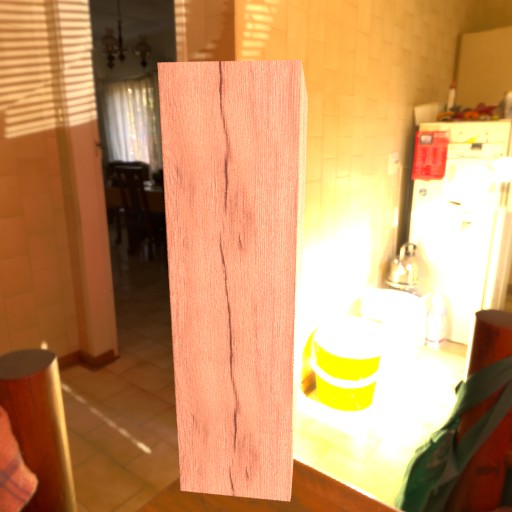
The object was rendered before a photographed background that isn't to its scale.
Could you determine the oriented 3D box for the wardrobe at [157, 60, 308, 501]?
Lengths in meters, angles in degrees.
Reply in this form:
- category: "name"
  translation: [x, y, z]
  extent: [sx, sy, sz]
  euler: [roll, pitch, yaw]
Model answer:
- category: "wardrobe"
  translation: [0.000, 0.000, 2.873]
  extent: [0.580, 2.070, 1.810]
  euler: [2, 15, 7]
